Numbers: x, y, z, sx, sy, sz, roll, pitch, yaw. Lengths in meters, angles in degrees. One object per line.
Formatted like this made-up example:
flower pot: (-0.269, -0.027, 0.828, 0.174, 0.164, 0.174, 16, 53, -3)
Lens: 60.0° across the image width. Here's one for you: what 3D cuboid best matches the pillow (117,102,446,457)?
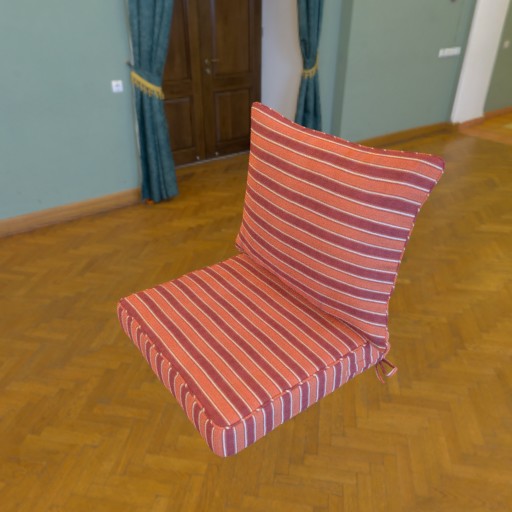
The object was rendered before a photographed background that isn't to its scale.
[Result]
pillow: (0.000, 0.000, 1.374, 0.733, 0.723, 0.799, -21, 37, -31)
